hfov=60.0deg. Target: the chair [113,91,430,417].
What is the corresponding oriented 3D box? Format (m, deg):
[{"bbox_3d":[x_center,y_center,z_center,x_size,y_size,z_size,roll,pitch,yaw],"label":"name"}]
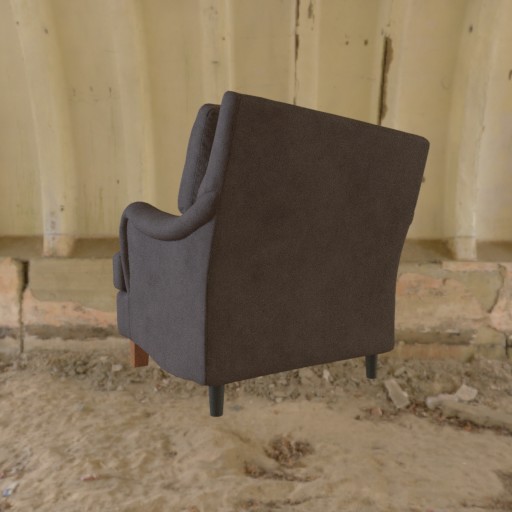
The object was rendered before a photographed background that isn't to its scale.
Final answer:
[{"bbox_3d":[0.000,0.000,1.856,0.955,0.997,1.070,0,1,-35],"label":"chair"}]
